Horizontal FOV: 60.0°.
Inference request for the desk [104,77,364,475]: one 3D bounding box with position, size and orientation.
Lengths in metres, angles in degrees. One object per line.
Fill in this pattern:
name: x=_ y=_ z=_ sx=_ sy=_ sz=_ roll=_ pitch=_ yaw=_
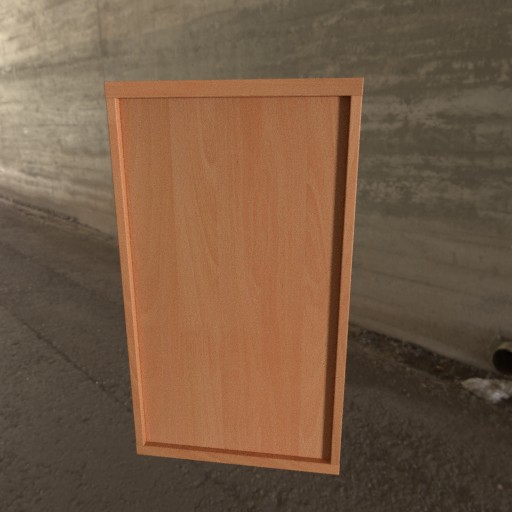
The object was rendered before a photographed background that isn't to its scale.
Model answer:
desk: x=0.000 y=0.000 z=1.062 sx=0.404 sy=0.730 sz=0.600 roll=2 pitch=16 yaw=8
